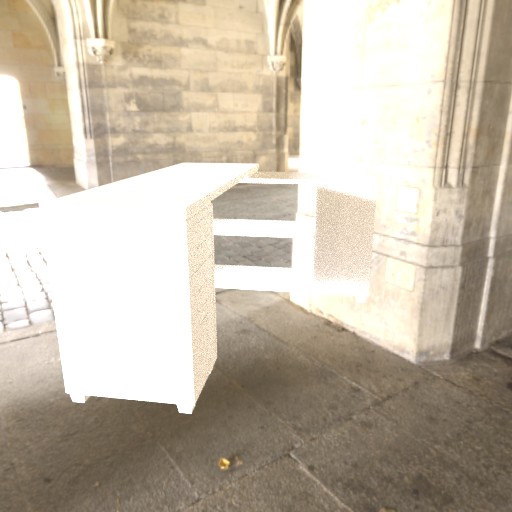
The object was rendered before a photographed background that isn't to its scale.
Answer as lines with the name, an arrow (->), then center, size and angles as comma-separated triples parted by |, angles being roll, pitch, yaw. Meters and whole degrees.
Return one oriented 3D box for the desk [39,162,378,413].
desk -> 0.000, 0.000, 2.192 | 1.199, 0.759, 1.524 | 3, 17, 9
